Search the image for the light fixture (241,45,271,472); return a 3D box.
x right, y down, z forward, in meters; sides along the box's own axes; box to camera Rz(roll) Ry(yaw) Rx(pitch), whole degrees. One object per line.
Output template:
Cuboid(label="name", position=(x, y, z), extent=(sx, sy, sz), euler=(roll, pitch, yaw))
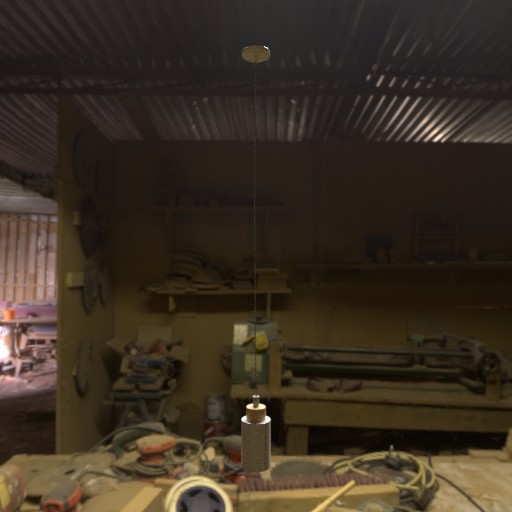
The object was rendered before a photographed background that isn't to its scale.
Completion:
Cuboid(label="light fixture", position=(0.000, 0.000, 1.927), extent=(0.125, 1.798, 0.125), euler=(0, -2, 0))
